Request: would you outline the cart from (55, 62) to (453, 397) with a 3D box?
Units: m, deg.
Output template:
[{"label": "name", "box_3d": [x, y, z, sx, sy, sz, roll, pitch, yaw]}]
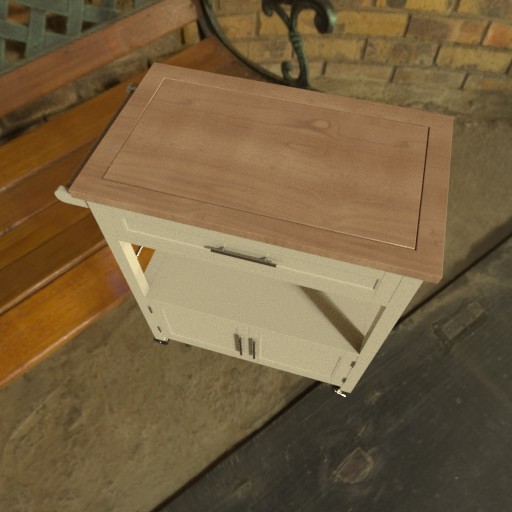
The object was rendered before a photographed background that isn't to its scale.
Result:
[{"label": "cart", "box_3d": [0.000, 0.000, 1.371, 0.840, 0.901, 0.459, 14, 59, 8]}]
